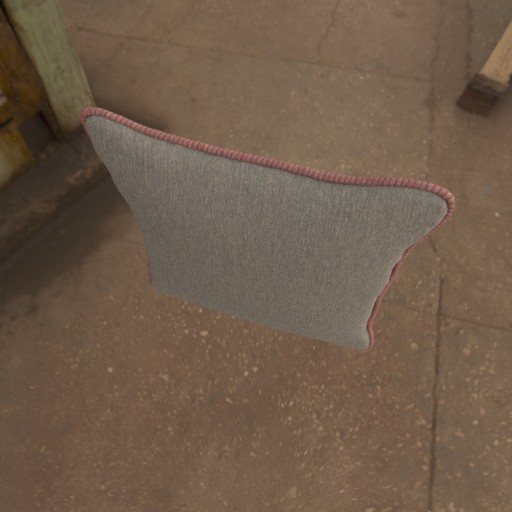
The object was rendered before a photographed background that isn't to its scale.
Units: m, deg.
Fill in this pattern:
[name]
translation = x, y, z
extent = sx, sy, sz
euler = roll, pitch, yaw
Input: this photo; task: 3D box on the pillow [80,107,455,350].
[pillow]
translation = 0.000, 0.000, 0.733
extent = 0.482, 0.491, 0.124
euler = 15, 59, 9
